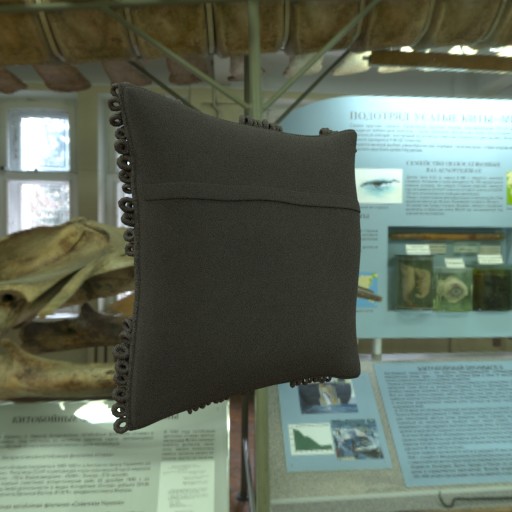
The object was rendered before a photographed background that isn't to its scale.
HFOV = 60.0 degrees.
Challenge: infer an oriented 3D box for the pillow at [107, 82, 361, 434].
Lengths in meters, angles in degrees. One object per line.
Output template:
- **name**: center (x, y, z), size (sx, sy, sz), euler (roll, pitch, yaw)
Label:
- **pillow**: center (0.000, 0.000, 0.713), size (0.470, 0.467, 0.172), euler (-1, 1, -36)
